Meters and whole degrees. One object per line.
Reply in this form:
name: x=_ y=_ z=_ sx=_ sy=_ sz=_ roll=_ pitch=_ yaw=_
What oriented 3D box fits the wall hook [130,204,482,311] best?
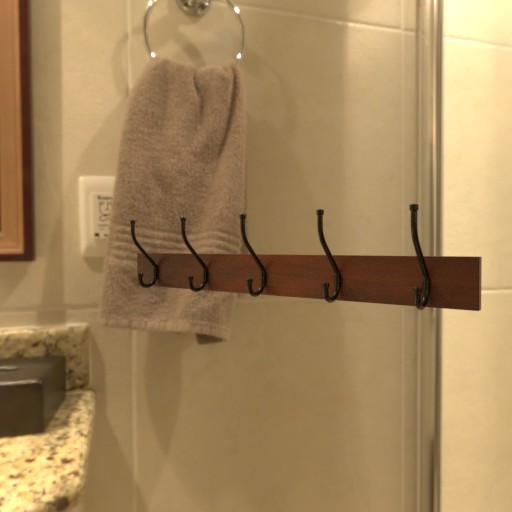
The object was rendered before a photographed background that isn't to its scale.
wall hook: x=0.000 y=0.000 z=0.634 sx=0.571 sy=0.117 sz=0.071 roll=1 pitch=1 yaw=36
